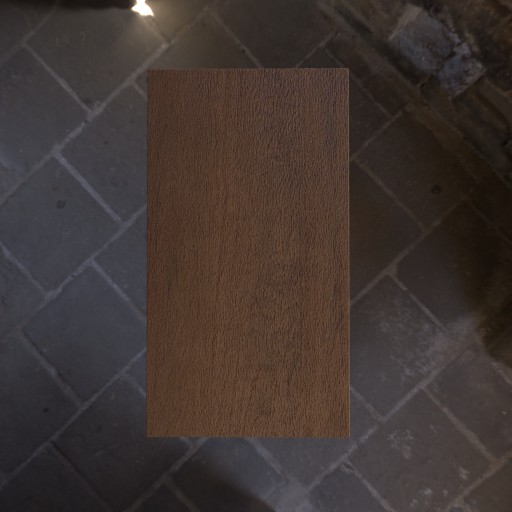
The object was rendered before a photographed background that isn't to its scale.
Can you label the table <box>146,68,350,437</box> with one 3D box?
[{"bbox_3d":[0.000,0.000,1.730,0.524,1.294,0.901,0,89,1],"label":"table"}]
